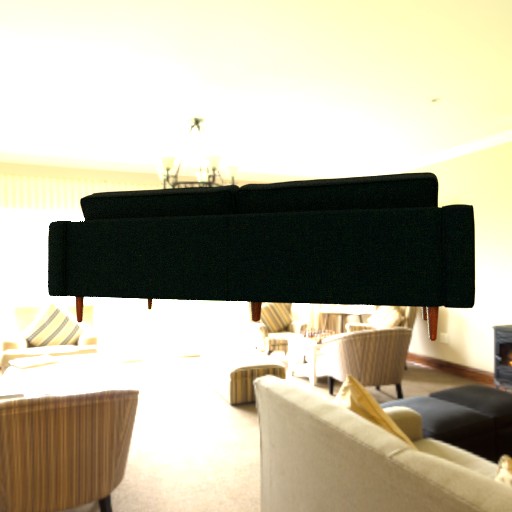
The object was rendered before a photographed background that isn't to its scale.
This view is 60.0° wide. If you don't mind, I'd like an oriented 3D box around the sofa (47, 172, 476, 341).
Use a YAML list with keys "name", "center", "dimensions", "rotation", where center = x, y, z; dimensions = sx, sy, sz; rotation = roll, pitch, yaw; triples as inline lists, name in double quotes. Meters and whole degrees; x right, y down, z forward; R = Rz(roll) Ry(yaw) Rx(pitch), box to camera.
- name: "sofa"
  center: [0.000, 0.000, 2.590]
  dimensions: [2.210, 0.762, 0.914]
  rotation: [0, -1, 19]
